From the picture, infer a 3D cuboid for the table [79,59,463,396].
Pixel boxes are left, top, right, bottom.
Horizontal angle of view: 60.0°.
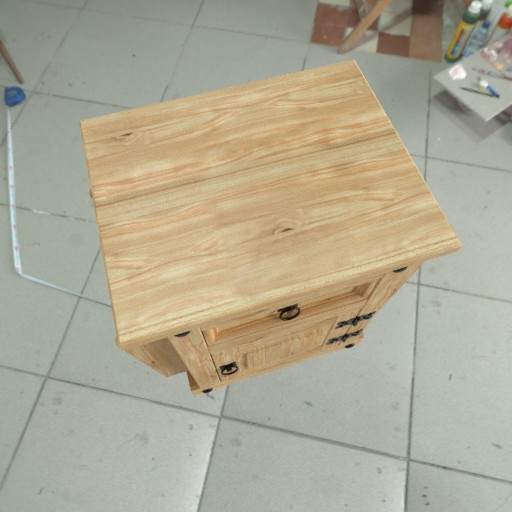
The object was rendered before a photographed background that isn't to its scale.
[{"bbox_3d":[0.000,0.000,0.880,0.530,0.515,0.380,-16,65,-8],"label":"table"}]
